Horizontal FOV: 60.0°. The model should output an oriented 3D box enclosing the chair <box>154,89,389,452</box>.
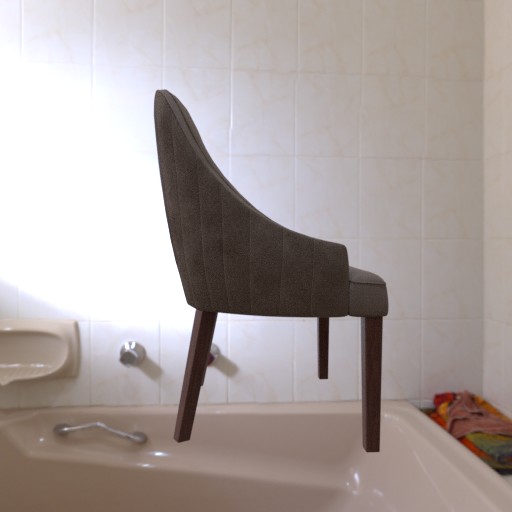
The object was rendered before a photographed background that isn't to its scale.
[{"bbox_3d":[0.000,0.000,1.294,0.575,0.889,0.643,0,1,-3],"label":"chair"}]
